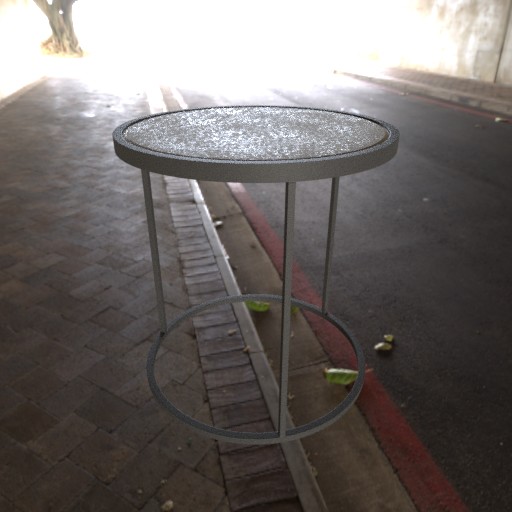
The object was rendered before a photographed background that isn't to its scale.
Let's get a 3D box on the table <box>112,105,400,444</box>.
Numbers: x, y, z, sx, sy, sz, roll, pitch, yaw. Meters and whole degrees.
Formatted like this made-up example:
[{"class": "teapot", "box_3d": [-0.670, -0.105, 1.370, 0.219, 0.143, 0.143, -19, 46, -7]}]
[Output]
[{"class": "table", "box_3d": [0.000, 0.000, 0.868, 0.470, 0.498, 0.470, 0, 27, 0]}]
